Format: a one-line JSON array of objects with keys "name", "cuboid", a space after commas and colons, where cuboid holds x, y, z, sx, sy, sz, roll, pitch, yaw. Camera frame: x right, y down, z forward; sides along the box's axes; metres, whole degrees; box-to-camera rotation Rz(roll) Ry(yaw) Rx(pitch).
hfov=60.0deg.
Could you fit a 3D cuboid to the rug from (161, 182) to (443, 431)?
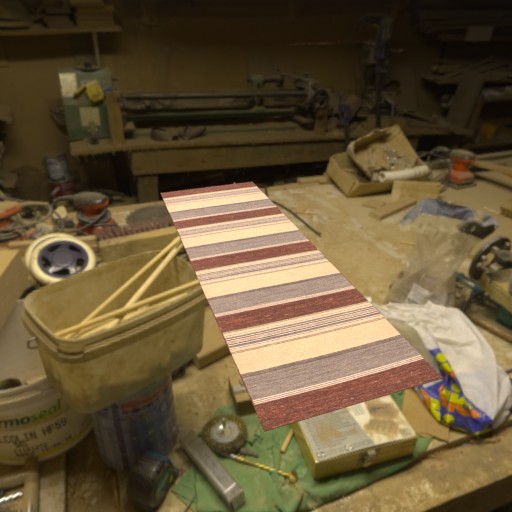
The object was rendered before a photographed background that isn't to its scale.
[{"name": "rug", "cuboid": [0.000, 0.000, 2.723, 0.792, 0.006, 2.437, -10, 31, -17]}]
